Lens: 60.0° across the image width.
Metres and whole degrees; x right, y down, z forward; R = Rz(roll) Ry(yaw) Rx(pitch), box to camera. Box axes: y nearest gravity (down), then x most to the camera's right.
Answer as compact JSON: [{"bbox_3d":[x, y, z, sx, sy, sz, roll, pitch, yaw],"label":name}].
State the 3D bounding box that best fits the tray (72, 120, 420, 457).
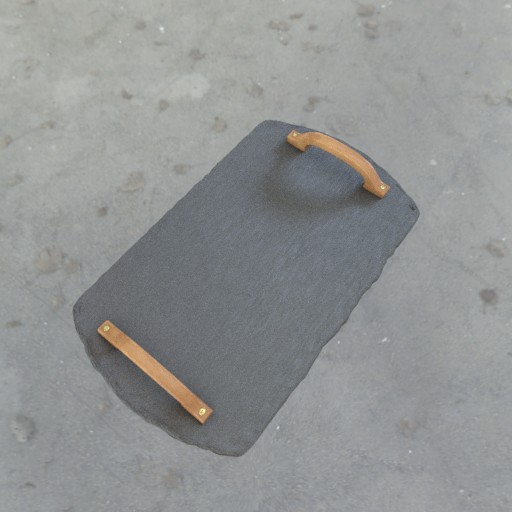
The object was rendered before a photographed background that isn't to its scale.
[{"bbox_3d":[0.000,0.000,0.471,0.231,0.062,0.387,35,69,16],"label":"tray"}]
